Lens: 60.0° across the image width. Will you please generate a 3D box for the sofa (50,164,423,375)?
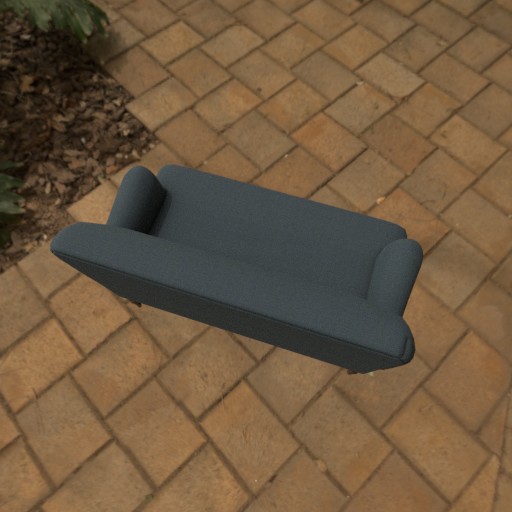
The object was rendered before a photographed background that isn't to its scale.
[{"bbox_3d":[0.000,0.000,1.873,1.297,0.889,0.779,16,64,8],"label":"sofa"}]
